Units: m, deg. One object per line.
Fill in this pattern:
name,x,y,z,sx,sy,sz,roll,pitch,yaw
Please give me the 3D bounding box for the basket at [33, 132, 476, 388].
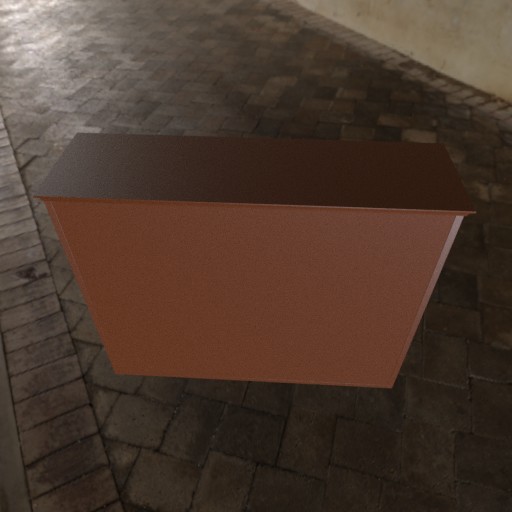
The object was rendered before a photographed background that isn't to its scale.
basket,0.000,0.000,1.142,0.792,0.625,0.376,2,44,2
